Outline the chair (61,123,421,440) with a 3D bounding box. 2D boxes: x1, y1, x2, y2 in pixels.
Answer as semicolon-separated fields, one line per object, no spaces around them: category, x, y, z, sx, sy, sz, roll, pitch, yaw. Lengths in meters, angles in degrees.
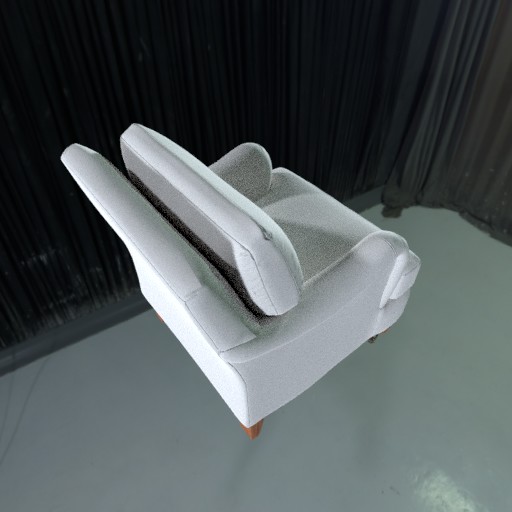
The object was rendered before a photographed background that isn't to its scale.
chair;0.000;0.000;1.829;1.070;1.038;0.955;-27;49;-26
